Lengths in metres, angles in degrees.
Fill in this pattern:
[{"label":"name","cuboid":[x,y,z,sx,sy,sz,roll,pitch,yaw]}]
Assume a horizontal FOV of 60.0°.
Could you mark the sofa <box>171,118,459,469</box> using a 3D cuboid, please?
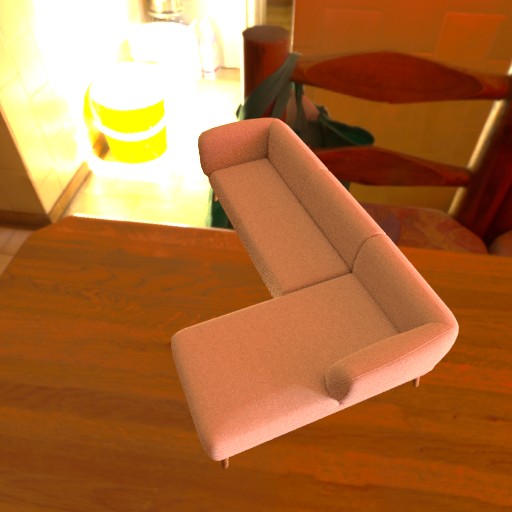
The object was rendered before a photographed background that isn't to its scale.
[{"label":"sofa","cuboid":[0.000,0.000,3.341,1.610,0.730,2.660,-17,49,-15]}]
